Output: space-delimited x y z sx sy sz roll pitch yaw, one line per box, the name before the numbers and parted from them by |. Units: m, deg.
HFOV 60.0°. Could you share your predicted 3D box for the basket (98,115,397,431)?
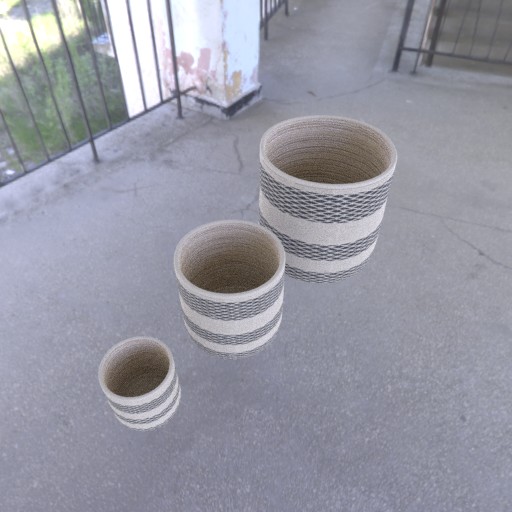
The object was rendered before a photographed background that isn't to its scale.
basket | 0.000 0.000 1.095 0.351 0.356 0.917 31 53 27
